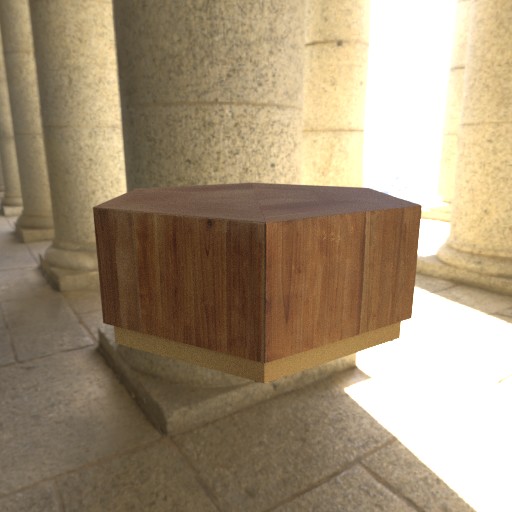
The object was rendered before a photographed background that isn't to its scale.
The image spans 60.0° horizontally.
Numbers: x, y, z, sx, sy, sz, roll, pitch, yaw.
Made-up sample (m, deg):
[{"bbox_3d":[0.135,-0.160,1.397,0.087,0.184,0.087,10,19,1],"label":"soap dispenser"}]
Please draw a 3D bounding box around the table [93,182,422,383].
[{"bbox_3d":[0.000,0.000,1.678,1.154,0.456,1.000,7,16,27],"label":"table"}]
